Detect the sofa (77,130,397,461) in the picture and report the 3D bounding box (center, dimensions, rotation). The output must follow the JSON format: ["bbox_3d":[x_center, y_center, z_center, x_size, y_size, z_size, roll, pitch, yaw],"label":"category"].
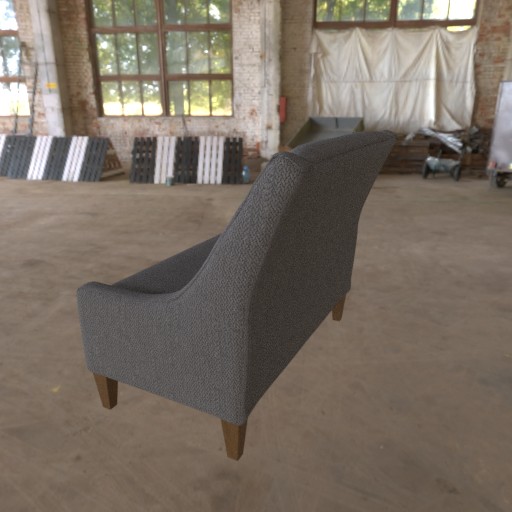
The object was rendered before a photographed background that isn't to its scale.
[{"bbox_3d":[0.000,0.000,1.907,0.873,1.022,1.242,10,21,26],"label":"sofa"}]
